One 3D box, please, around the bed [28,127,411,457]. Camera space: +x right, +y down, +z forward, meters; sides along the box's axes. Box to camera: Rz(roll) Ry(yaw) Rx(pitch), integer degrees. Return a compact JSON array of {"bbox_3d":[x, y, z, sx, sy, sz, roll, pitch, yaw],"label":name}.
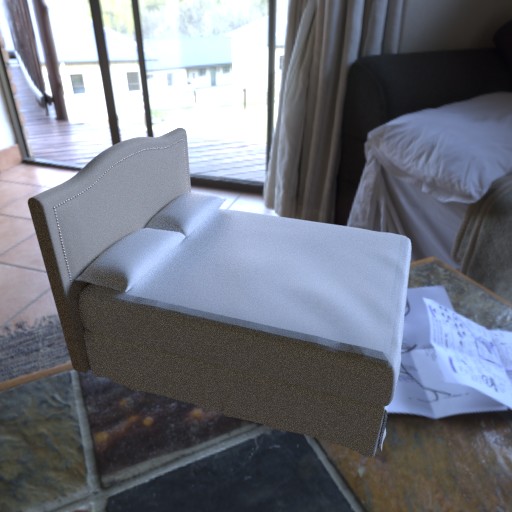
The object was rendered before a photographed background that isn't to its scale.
[{"bbox_3d":[0.000,0.000,3.058,2.052,1.398,1.678,10,31,17],"label":"bed"}]
